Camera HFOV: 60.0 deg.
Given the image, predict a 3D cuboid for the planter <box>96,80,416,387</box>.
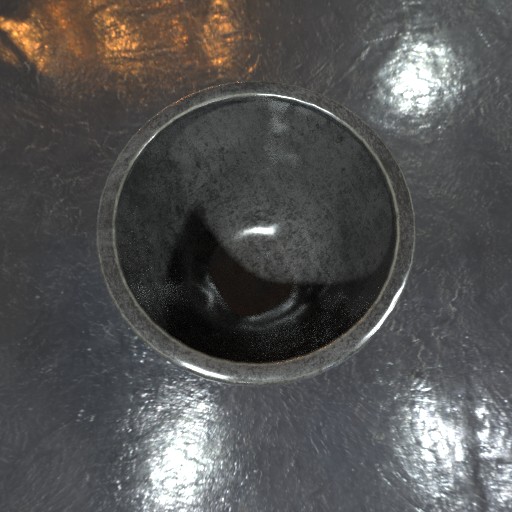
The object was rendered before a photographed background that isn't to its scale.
[{"bbox_3d":[0.000,0.000,0.252,0.140,0.129,0.140,0,75,0],"label":"planter"}]
